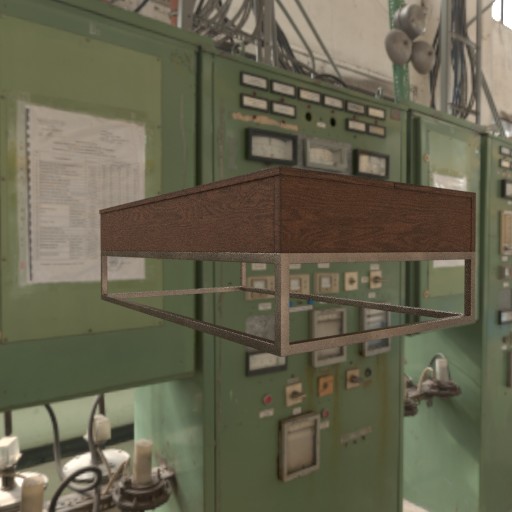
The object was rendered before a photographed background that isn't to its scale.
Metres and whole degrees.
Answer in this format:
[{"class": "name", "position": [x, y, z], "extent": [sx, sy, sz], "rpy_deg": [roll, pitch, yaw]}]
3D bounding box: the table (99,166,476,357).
[{"class": "table", "position": [0.000, 0.000, 1.517], "extent": [0.719, 0.361, 1.167], "rpy_deg": [-1, 1, -35]}]
